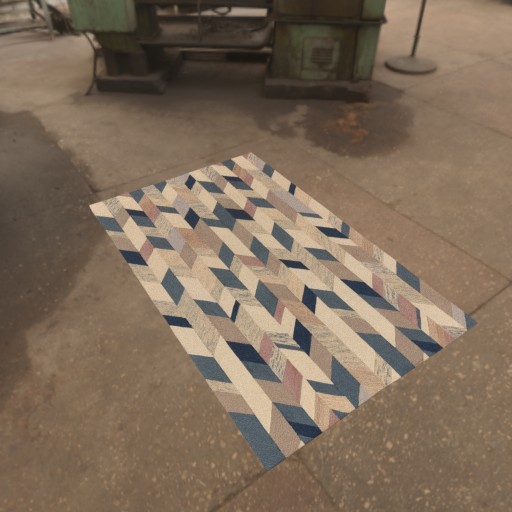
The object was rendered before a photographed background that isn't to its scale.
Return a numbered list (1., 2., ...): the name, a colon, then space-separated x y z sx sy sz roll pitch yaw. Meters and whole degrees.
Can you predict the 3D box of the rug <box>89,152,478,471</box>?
1. rug: 0.000 0.000 3.011 1.513 0.008 2.423 -24 47 -24
